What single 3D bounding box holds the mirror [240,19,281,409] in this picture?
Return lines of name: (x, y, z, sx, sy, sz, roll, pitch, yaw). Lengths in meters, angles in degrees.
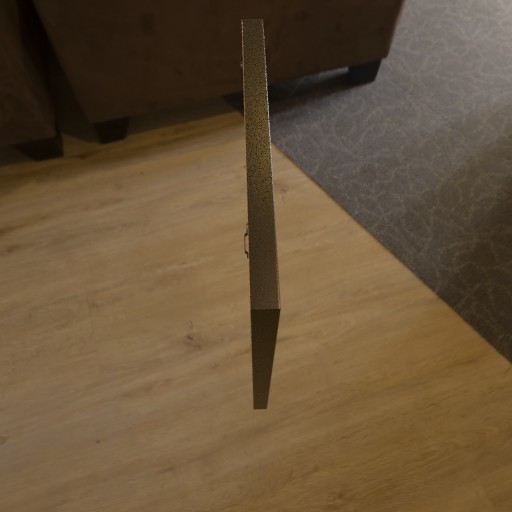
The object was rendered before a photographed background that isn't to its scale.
mirror: (0.000, 0.000, 0.926, 0.039, 0.710, 0.507, -2, 62, -1)
